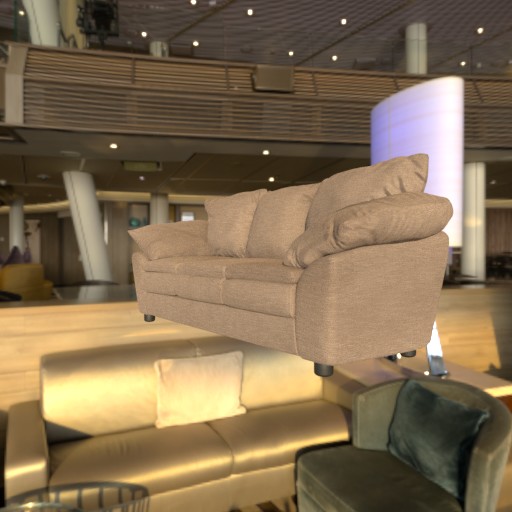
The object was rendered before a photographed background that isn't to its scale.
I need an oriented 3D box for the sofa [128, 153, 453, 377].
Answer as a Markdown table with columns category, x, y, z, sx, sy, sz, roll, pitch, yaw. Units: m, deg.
| category | x | y | z | sx | sy | sz | roll | pitch | yaw |
| --- | --- | --- | --- | --- | --- | --- | --- | --- | --- |
| sofa | 0.000 | 0.000 | 2.896 | 0.927 | 1.043 | 2.390 | 0 | 0 | -36 |
